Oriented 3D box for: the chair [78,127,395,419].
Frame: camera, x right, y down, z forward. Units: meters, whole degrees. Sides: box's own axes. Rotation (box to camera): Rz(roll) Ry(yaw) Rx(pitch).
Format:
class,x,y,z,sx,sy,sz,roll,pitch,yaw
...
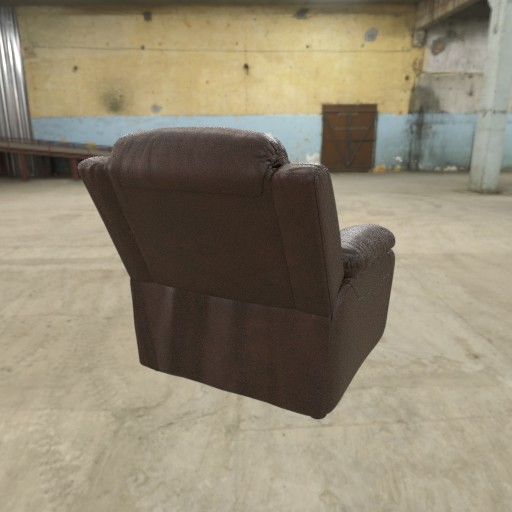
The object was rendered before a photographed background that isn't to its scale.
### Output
class,x,y,z,sx,sy,sz,roll,pitch,yaw
chair,0.000,0.000,1.266,0.680,0.702,0.707,8,17,26
